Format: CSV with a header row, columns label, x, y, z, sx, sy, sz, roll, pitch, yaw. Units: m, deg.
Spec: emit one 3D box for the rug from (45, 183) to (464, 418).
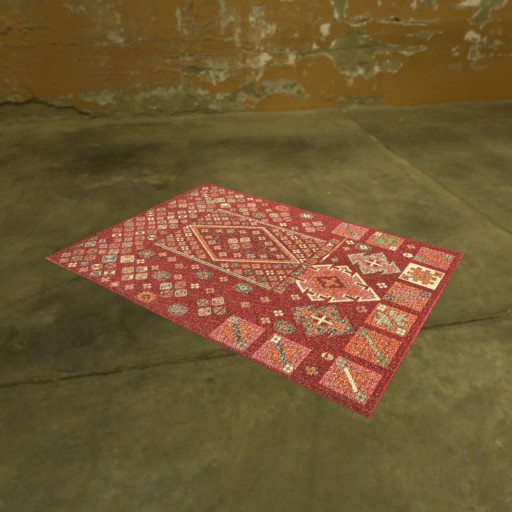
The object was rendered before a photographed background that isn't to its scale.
label,x,y,z,sx,sy,sz,roll,pitch,yaw
rug,0.000,0.000,2.851,2.184,0.007,1.579,19,36,29
